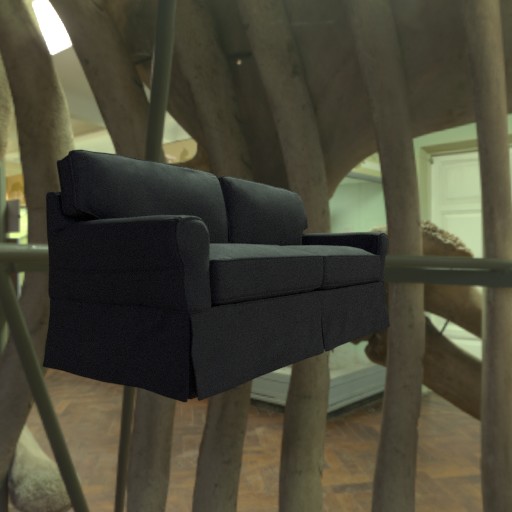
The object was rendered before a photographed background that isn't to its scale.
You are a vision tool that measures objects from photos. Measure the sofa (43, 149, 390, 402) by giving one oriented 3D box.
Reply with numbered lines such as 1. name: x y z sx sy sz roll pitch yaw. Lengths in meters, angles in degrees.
1. sofa: 0.000 0.000 2.782 0.983 1.094 2.256 1 1 37
